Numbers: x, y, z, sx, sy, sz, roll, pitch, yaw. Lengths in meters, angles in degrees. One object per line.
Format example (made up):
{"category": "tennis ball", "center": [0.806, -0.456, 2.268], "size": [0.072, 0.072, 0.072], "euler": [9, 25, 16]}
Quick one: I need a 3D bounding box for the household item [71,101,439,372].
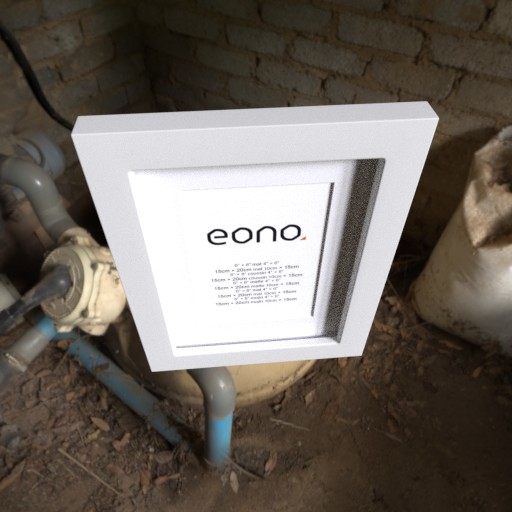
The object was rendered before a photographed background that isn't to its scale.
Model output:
{"category": "household item", "center": [0.000, 0.000, 0.345], "size": [0.200, 0.250, 0.045], "euler": [-4, 47, -3]}
